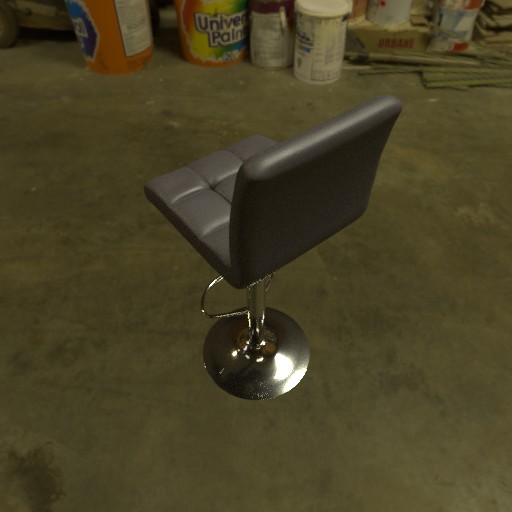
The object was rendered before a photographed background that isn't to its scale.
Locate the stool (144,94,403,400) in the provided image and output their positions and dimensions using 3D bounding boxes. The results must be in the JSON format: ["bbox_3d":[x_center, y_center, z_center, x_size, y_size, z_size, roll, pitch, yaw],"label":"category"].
[{"bbox_3d":[0.000,0.000,1.362,0.430,1.115,0.505,-31,55,-25],"label":"stool"}]
